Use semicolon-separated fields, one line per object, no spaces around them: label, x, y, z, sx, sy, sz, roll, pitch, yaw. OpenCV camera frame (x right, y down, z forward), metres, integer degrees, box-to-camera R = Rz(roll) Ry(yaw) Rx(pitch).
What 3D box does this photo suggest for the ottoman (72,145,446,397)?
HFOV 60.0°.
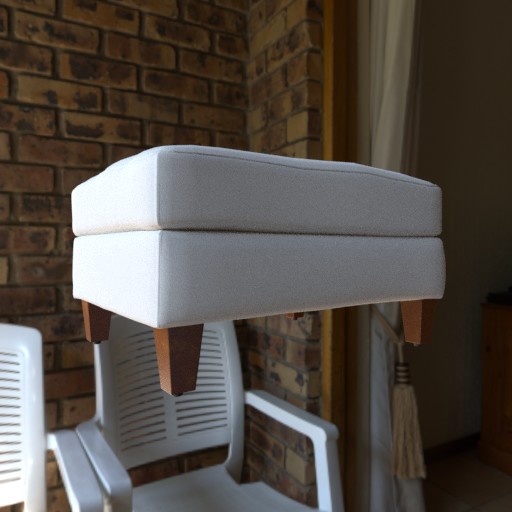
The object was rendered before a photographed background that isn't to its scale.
ottoman;0.000;0.000;1.188;0.818;0.479;0.634;-1;1;-35
